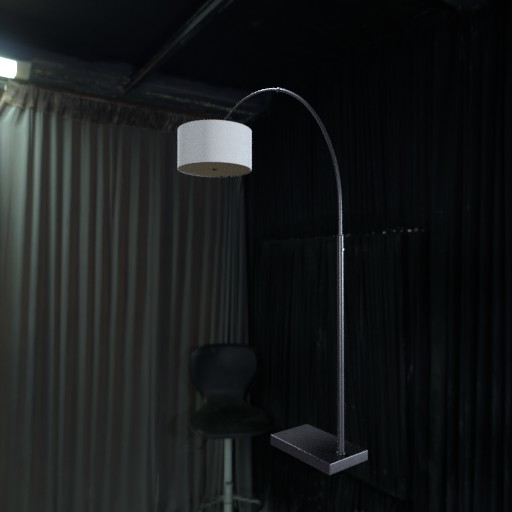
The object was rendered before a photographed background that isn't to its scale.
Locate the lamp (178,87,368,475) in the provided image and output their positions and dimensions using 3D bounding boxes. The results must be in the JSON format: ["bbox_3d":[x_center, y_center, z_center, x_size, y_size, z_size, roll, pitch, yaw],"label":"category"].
[{"bbox_3d":[0.000,0.000,2.588,0.493,1.927,1.424,1,-1,-36],"label":"lamp"}]
